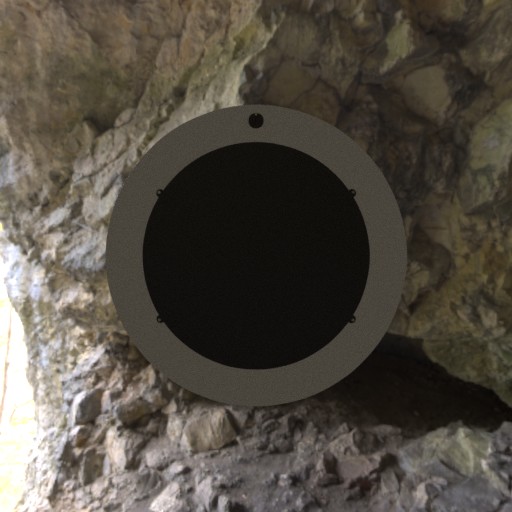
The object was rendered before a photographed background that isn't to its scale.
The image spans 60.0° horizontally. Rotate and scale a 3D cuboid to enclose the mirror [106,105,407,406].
[{"bbox_3d":[0.000,0.000,1.361,0.914,0.914,0.038,0,1,0],"label":"mirror"}]
